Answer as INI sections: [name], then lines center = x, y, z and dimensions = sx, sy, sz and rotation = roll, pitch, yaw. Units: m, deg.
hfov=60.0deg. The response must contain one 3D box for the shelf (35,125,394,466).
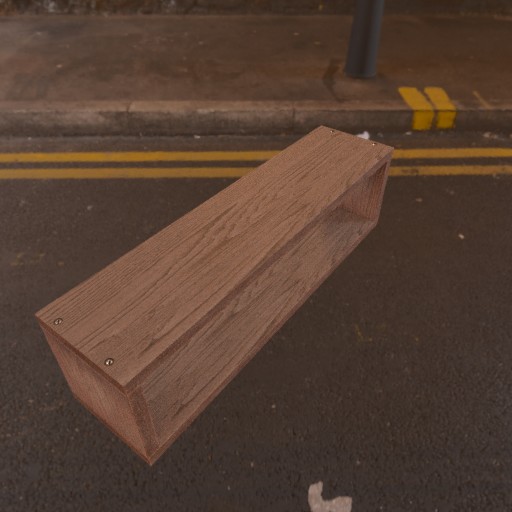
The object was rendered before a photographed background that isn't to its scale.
[shelf]
center = 0.000, 0.000, 0.694
dimensions = 0.150, 0.170, 0.610
rotation = 27, 47, 27
